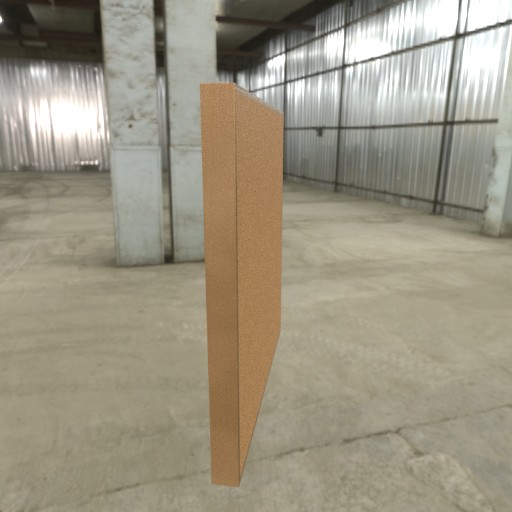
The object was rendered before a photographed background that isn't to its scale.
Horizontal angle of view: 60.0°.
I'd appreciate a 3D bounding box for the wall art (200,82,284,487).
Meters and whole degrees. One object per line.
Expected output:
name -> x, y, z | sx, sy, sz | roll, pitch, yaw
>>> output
wall art -> 0.000, 0.000, 0.780 | 0.038, 0.511, 0.513 | 2, 15, 9
